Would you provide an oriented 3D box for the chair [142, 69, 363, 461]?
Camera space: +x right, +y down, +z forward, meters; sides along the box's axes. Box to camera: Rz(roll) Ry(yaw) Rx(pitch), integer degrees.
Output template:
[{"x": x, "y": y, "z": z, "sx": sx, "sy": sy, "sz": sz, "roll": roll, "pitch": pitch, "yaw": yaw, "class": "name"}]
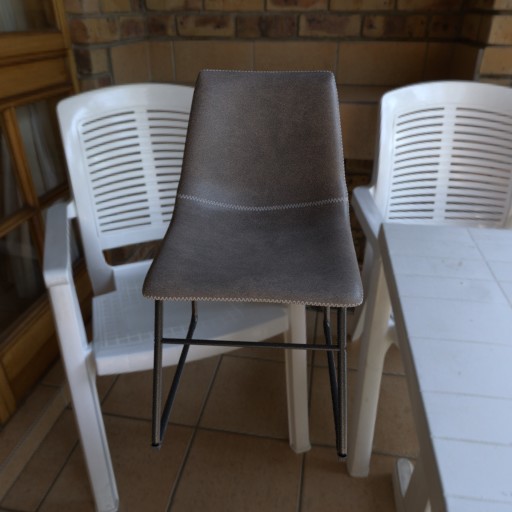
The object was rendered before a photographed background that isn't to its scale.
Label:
[{"x": 0.000, "y": 0.000, "z": 1.076, "sx": 0.460, "sy": 0.780, "sz": 0.550, "roll": 2, "pitch": 29, "yaw": 3, "class": "chair"}]
